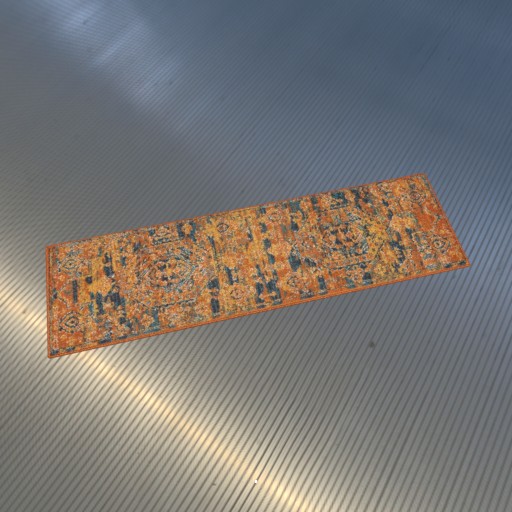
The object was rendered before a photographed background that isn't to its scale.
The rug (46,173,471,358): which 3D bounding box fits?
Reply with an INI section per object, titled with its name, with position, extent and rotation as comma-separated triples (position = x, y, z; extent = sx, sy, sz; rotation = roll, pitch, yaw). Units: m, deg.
[rug]
position = 0.000, 0.000, 2.460
extent = 2.274, 0.016, 0.651
rotation = -12, 64, -6
